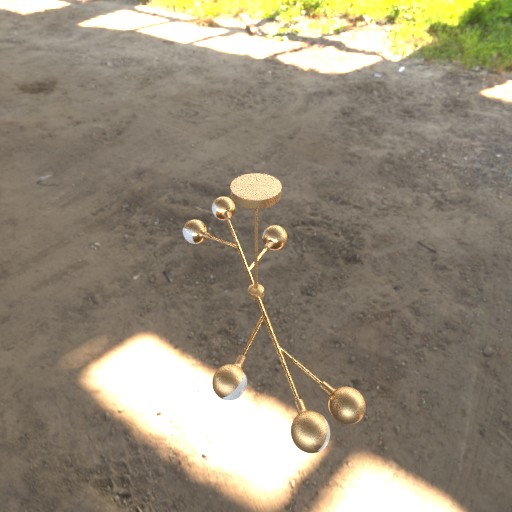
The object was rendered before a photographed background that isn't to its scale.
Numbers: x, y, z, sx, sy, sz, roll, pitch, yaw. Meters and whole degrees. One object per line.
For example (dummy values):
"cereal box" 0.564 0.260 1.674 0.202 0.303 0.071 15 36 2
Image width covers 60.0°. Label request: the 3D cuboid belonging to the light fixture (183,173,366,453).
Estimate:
"light fixture" 0.000 0.000 0.992 0.434 0.362 0.778 0 40 0
